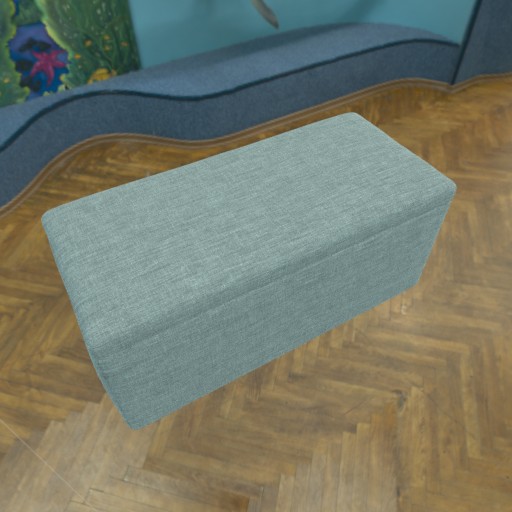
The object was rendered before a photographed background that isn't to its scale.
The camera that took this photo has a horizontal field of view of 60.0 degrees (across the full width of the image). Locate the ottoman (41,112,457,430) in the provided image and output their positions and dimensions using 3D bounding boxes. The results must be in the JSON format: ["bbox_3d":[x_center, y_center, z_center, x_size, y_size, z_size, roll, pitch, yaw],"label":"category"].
[{"bbox_3d":[0.000,0.000,1.149,0.902,0.432,0.419,-23,51,-20],"label":"ottoman"}]
